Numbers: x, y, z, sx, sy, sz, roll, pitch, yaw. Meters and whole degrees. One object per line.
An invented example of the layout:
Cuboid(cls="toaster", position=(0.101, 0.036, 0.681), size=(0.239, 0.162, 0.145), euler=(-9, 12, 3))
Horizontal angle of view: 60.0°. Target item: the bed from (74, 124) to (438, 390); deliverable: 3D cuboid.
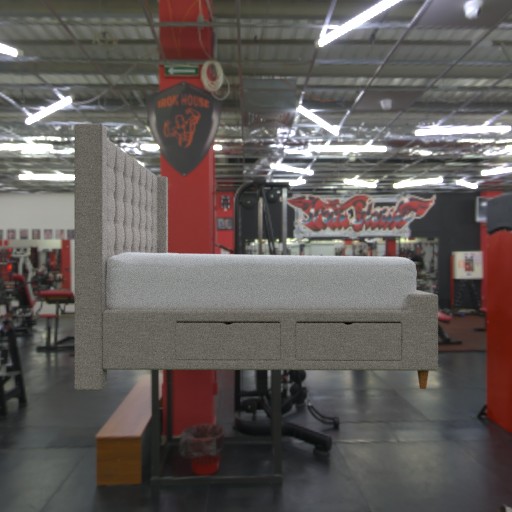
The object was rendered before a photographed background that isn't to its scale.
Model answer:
Cuboid(cls="bed", position=(0.000, 0.000, 3.881), size=(2.372, 1.748, 2.044), euler=(0, 0, 1))
